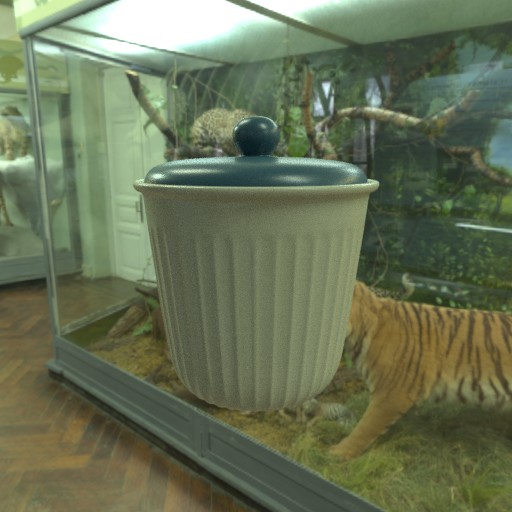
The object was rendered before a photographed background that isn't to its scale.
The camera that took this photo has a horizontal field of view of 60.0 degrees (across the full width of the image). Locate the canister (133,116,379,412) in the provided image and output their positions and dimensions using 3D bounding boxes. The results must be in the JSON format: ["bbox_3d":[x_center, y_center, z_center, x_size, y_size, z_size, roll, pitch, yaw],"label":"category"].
[{"bbox_3d":[0.000,0.000,0.349,0.181,0.211,0.181,0,12,0],"label":"canister"}]
